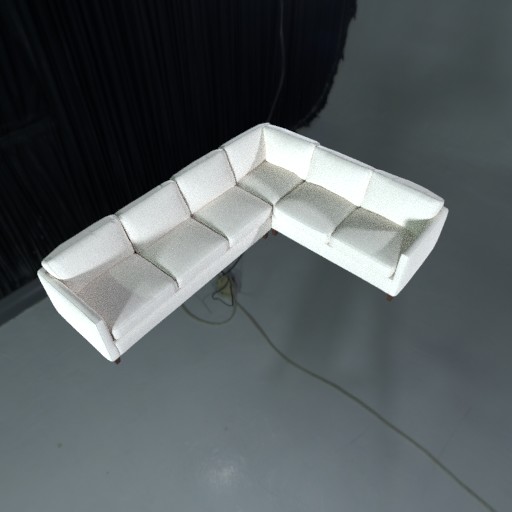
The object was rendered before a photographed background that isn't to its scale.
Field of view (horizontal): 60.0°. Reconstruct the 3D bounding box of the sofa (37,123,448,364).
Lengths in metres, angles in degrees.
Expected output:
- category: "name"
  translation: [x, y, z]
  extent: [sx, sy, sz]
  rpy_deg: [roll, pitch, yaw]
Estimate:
- category: "sofa"
  translation: [0.000, 0.000, 4.509]
  extent: [2.593, 0.947, 3.302]
  rpy_deg: [32, 54, 26]
